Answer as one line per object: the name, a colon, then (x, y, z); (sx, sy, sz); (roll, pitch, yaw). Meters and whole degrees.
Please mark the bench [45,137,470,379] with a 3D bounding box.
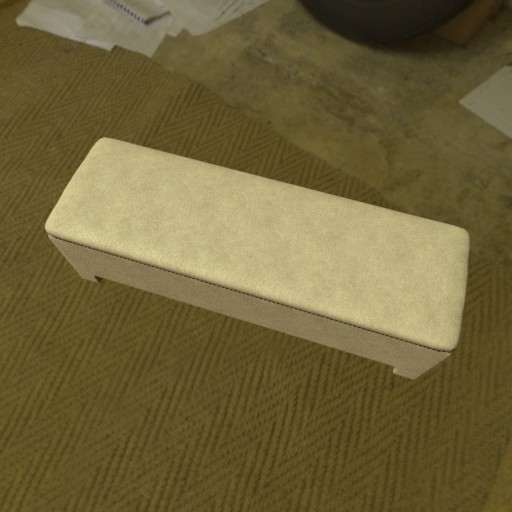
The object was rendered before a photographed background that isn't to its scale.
bench: (0.000, 0.000, 1.757); (1.482, 0.447, 0.470); (16, 64, 8)
